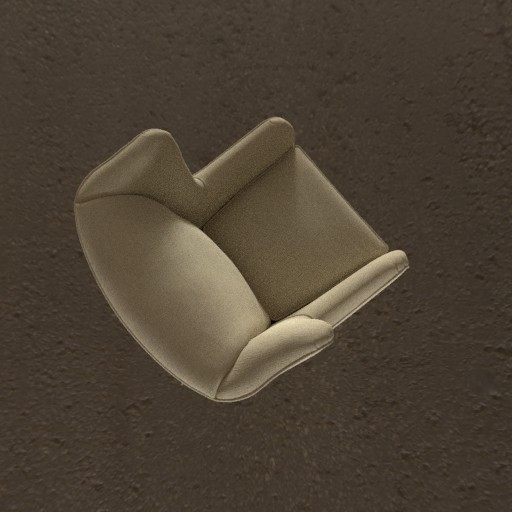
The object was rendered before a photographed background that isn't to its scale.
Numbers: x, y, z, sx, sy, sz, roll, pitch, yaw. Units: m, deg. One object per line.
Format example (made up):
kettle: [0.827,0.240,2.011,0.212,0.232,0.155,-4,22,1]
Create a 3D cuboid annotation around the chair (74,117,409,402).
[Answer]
chair: [0.000,0.000,1.760,0.966,1.040,0.838,-37,78,-9]
